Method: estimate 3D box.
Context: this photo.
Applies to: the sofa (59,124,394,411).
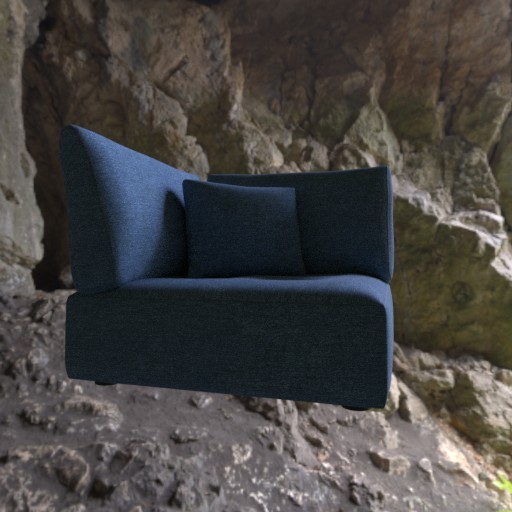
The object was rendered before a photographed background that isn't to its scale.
[{"bbox_3d":[0.000,0.000,1.679,1.000,0.820,1.000,0,0,17],"label":"sofa"}]
